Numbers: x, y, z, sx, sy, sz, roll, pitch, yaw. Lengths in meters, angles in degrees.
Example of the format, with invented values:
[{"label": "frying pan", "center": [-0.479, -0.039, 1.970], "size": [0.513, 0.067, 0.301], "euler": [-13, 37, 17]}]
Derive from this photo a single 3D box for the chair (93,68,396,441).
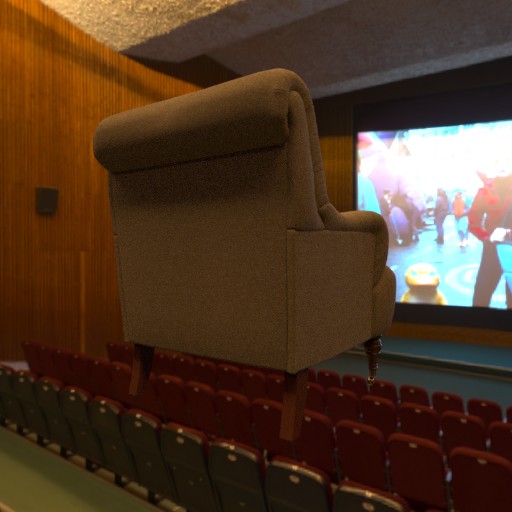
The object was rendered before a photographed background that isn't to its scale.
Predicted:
[{"label": "chair", "center": [0.000, 0.000, 1.557], "size": [0.766, 0.942, 0.843], "euler": [0, 1, 36]}]
